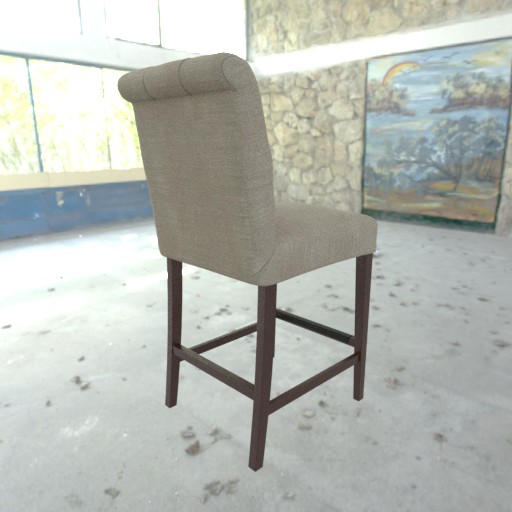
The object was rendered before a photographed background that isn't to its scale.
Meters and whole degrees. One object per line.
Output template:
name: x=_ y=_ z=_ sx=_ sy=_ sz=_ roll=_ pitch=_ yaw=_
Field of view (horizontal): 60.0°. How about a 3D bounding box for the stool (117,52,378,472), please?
stool: x=0.000 y=0.000 z=1.414 sx=0.660 sy=1.084 sz=0.486 roll=-13 pitch=19 yaw=-42
